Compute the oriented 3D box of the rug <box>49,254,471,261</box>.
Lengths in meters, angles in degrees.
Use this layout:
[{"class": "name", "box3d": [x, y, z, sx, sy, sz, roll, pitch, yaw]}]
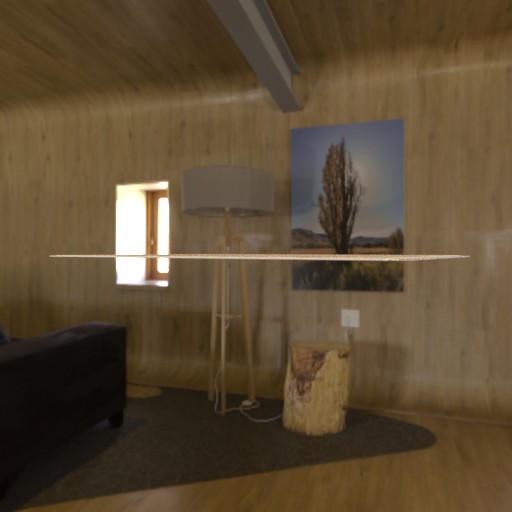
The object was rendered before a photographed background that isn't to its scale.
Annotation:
[{"class": "rug", "box3d": [0.000, 0.000, 3.044, 2.486, 0.013, 1.548, 0, 1, 34]}]
